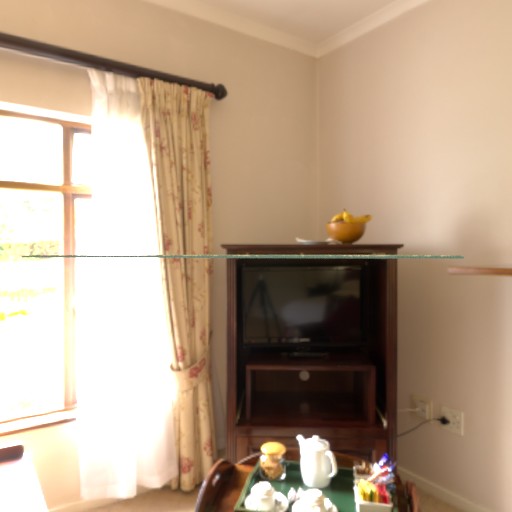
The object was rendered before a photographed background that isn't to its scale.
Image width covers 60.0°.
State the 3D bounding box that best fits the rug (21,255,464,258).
[{"bbox_3d":[0.000,0.000,2.842,2.205,0.012,1.554,0,0,16],"label":"rug"}]
